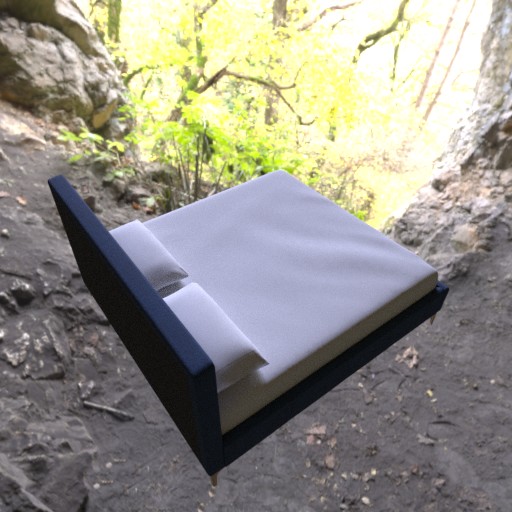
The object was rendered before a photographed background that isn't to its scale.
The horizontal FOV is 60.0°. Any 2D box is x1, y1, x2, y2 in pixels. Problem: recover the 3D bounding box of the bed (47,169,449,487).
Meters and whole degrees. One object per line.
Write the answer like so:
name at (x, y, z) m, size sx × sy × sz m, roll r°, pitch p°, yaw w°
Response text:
bed at (0.000, 0.000, 3.465) m, size 2.232 × 1.231 × 2.096 m, roll -26°, pitch 48°, yaw -27°
